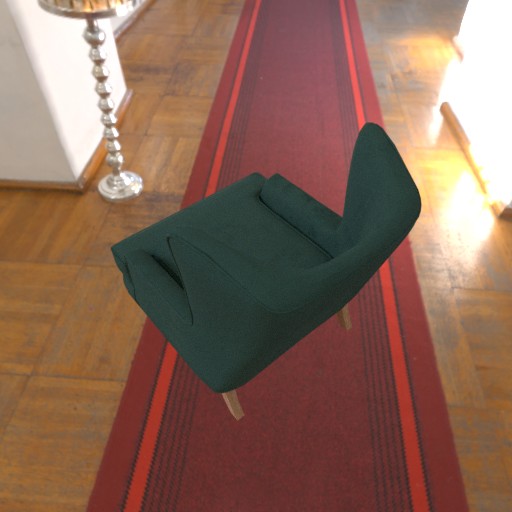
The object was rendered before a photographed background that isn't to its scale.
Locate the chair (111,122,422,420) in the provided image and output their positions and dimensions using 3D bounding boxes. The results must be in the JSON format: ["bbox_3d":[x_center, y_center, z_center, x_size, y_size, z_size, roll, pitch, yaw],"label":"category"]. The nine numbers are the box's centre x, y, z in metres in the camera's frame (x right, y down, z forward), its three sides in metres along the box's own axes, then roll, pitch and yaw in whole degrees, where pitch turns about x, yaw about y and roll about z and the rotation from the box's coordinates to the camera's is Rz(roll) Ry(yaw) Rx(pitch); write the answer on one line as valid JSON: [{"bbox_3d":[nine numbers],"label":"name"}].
[{"bbox_3d":[0.000,0.000,1.667,0.793,0.952,0.910,-32,55,-26],"label":"chair"}]
